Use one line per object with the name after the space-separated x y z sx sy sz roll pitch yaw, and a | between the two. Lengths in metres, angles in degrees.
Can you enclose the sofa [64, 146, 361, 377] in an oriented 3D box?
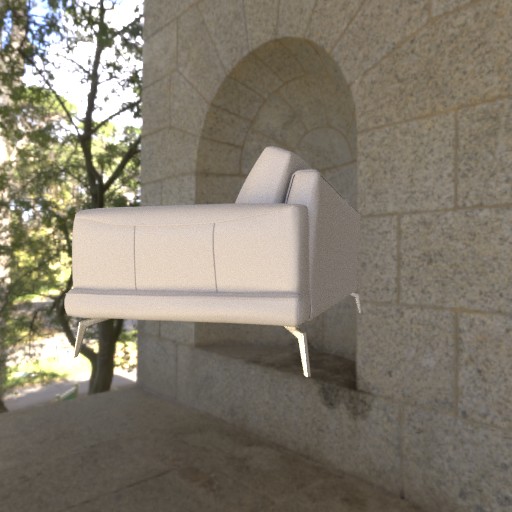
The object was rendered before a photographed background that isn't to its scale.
0.000 0.000 2.775 1.121 0.930 2.177 0 0 19 | sofa
